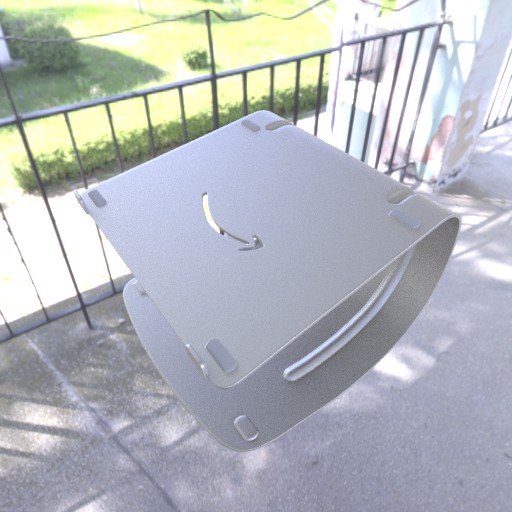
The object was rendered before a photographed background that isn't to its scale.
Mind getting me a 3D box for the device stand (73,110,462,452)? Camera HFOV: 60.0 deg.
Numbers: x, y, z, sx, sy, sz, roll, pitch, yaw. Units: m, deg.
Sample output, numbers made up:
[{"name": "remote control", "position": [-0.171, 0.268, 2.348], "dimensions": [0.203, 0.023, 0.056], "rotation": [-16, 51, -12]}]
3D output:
[{"name": "device stand", "position": [0.000, 0.000, 0.408], "dimensions": [0.236, 0.155, 0.256], "rotation": [-25, 46, -26]}]
